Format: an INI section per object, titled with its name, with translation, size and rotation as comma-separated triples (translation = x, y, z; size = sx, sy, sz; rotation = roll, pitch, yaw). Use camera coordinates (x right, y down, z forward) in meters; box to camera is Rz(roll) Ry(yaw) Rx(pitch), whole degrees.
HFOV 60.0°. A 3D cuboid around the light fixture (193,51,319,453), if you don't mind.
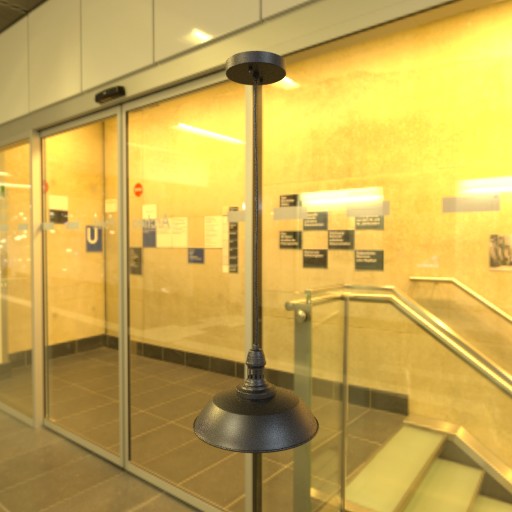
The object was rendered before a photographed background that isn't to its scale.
[light fixture]
translation = 0.000, 0.000, 1.159
size = 0.331, 0.993, 0.331
rotation = 1, 2, 19
